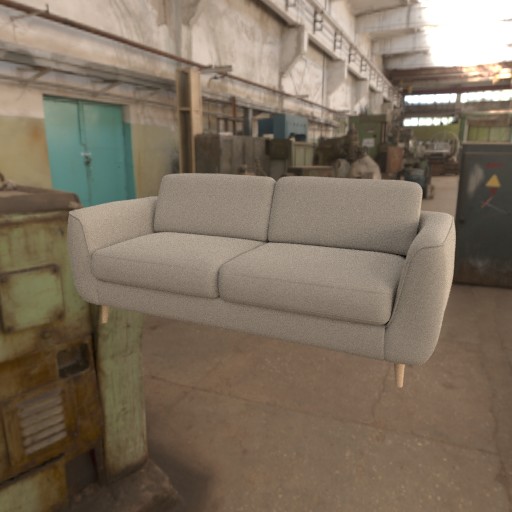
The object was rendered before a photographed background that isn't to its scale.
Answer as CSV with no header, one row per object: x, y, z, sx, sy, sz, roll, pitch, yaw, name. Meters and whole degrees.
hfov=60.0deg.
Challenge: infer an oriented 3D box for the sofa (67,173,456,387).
0.000,0.000,2.457,2.000,0.850,0.920,6,15,25,sofa
